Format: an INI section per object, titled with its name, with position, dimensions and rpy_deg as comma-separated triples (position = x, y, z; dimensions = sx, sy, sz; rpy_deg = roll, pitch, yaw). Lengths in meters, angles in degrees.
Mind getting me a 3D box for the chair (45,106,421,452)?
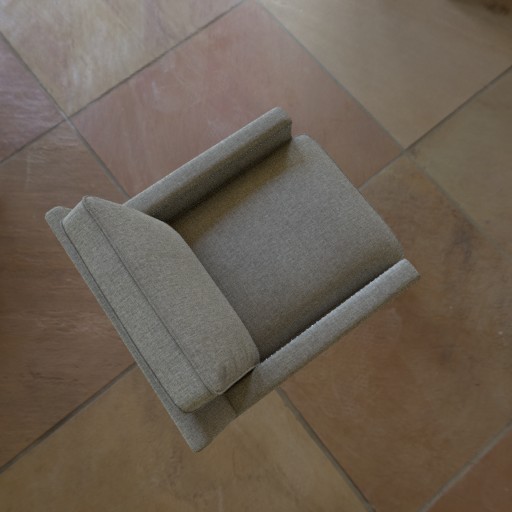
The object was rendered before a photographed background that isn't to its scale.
[chair]
position = 0.000, 0.000, 1.669
dimensions = 1.014, 0.943, 0.853
rpy_deg = -35, 78, -8
